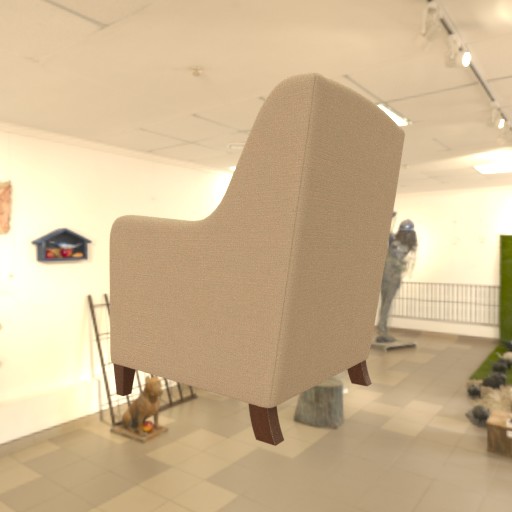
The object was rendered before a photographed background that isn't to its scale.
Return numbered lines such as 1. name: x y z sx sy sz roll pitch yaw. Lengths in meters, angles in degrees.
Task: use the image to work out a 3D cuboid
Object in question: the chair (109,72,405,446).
1. chair: 0.000 0.000 1.660 0.896 1.017 0.715 1 1 36
